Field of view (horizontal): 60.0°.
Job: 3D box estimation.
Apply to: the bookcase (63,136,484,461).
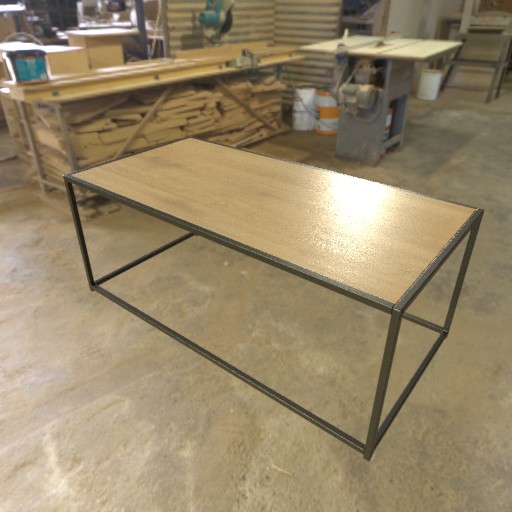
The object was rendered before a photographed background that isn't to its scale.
[{"bbox_3d":[0.000,0.000,1.259,1.000,0.400,0.500,22,37,32],"label":"bookcase"}]
